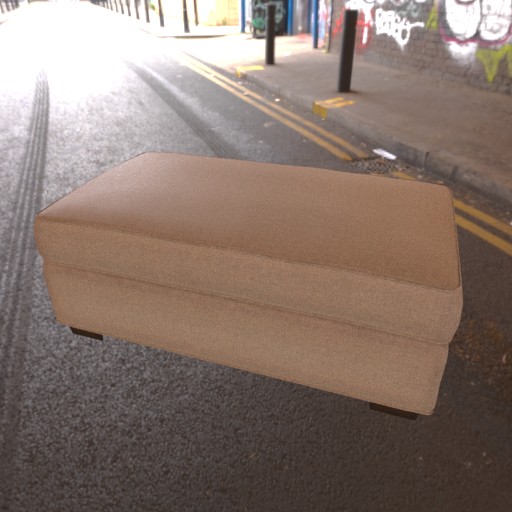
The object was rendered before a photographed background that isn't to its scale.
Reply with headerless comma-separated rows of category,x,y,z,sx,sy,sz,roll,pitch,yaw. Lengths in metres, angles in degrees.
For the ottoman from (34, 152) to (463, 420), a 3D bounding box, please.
ottoman,0.000,0.000,1.362,1.097,0.448,0.617,10,32,16
